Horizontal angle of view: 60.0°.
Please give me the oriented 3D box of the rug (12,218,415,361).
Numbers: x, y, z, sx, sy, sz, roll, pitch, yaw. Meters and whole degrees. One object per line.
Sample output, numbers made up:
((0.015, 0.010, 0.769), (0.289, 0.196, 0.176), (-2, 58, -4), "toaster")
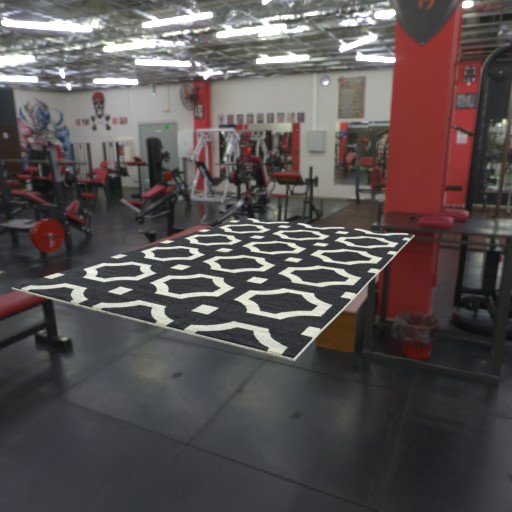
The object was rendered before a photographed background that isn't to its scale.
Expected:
((0.000, 0.000, 2.834), (1.555, 0.016, 2.286), (8, 17, 28), "rug")
